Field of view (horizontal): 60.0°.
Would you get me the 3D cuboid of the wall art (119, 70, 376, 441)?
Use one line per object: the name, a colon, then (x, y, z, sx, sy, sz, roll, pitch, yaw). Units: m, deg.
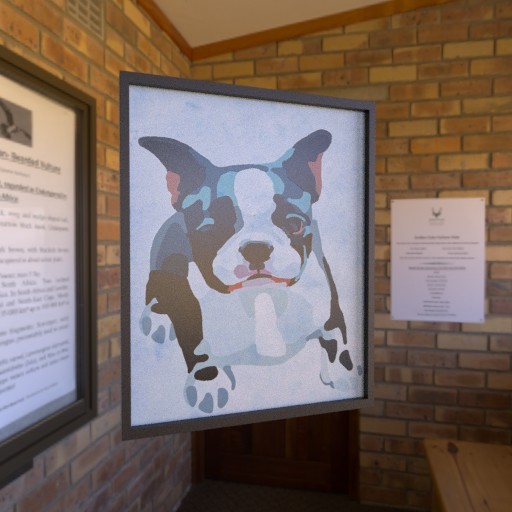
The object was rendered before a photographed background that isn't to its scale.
wall art: (0.000, 0.000, 0.502, 0.294, 0.369, 0.030, 0, 1, -19)
